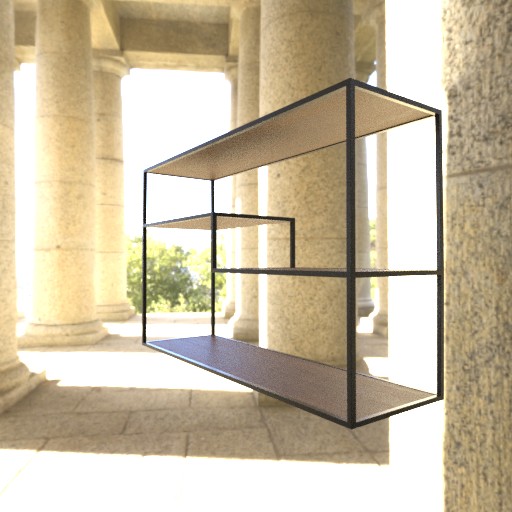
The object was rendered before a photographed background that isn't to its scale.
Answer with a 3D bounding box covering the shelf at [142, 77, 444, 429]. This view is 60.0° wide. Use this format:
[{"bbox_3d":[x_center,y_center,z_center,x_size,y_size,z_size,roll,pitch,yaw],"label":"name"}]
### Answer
[{"bbox_3d":[0.000,0.000,1.552,0.361,0.765,1.201,1,-1,-36],"label":"shelf"}]
